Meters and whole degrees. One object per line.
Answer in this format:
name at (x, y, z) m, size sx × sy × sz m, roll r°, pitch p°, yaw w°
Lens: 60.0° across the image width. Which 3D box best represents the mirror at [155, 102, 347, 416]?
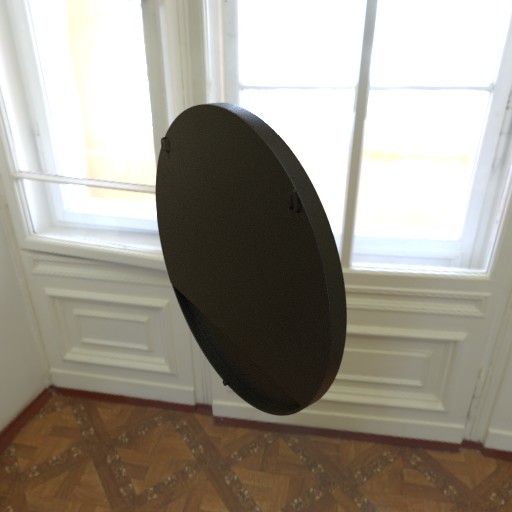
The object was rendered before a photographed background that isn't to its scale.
mirror at (0.000, 0.000, 0.687) m, size 0.133 × 0.457 × 0.457 m, roll -18°, pitch 32°, yaw -31°
